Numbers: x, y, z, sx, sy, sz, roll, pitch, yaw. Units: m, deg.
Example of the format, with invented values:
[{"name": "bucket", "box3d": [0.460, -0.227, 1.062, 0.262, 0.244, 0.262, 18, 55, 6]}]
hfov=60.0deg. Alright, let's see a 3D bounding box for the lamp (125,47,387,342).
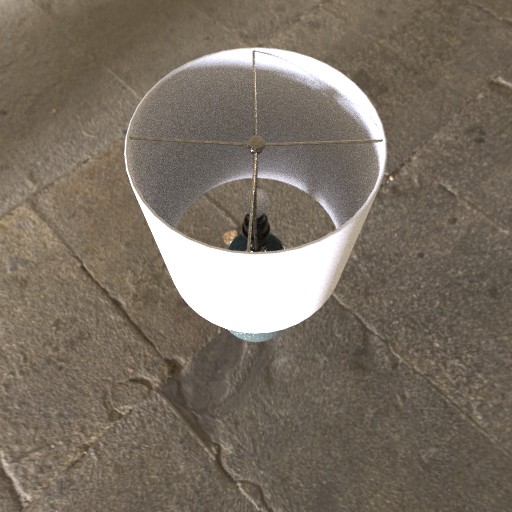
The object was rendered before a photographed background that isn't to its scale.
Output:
[{"name": "lamp", "box3d": [0.000, 0.000, 0.572, 0.217, 0.453, 0.217, 1, 64, 0]}]
